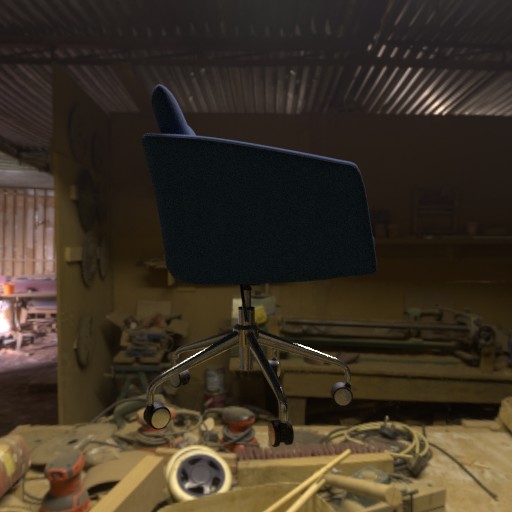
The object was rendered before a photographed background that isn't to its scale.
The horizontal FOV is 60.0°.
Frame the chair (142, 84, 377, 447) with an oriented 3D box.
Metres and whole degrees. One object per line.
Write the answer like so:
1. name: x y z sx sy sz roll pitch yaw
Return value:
1. chair: 0.000 0.000 1.348 0.635 0.908 0.641 0 2 0
